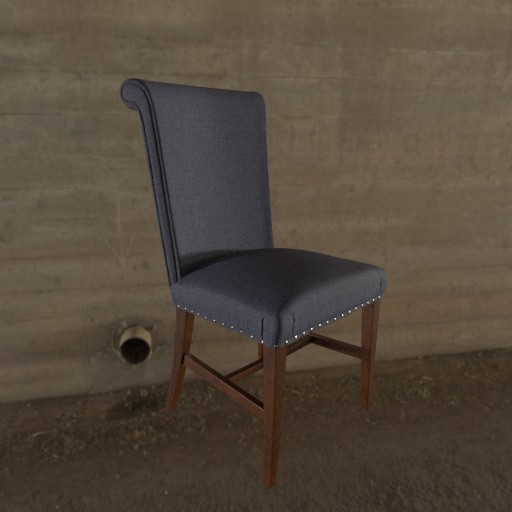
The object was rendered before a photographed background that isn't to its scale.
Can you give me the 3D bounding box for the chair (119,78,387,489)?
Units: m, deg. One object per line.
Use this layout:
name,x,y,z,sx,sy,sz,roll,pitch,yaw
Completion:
chair,0.000,0.000,1.316,0.608,0.988,0.513,14,20,42
